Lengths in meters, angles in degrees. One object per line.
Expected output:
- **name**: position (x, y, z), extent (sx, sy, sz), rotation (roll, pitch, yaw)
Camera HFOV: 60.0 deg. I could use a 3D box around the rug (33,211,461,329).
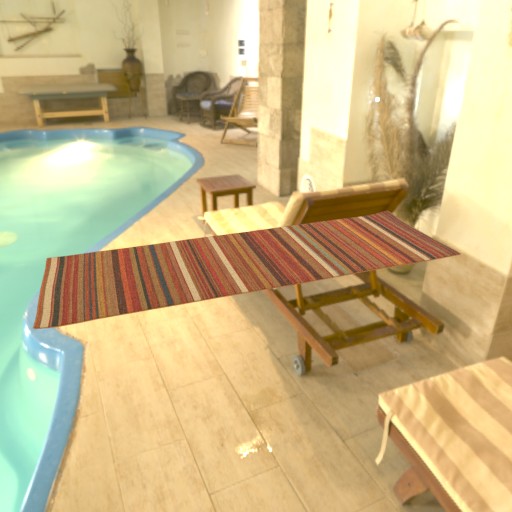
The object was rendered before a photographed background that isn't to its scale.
- **rug**: position (0.000, 0.000, 2.731), extent (2.444, 0.030, 0.799), rotation (-9, 27, -17)
